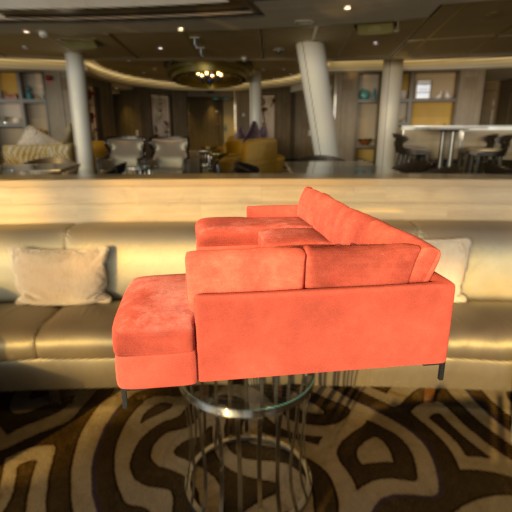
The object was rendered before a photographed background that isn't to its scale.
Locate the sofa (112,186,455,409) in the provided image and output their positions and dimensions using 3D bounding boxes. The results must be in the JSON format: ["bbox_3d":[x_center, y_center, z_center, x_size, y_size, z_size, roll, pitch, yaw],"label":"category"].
[{"bbox_3d":[0.000,0.000,3.850,1.981,0.858,2.971,-2,16,-8],"label":"sofa"}]
